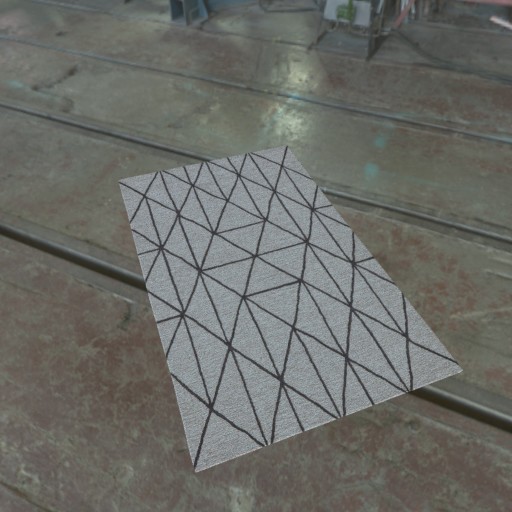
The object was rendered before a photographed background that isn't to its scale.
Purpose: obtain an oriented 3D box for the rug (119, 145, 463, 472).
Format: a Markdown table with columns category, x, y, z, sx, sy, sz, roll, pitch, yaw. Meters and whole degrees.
| category | x | y | z | sx | sy | sz | roll | pitch | yaw |
| --- | --- | --- | --- | --- | --- | --- | --- | --- | --- |
| rug | 0.000 | 0.000 | 3.070 | 1.526 | 0.008 | 2.465 | -15 | 47 | -14 |
